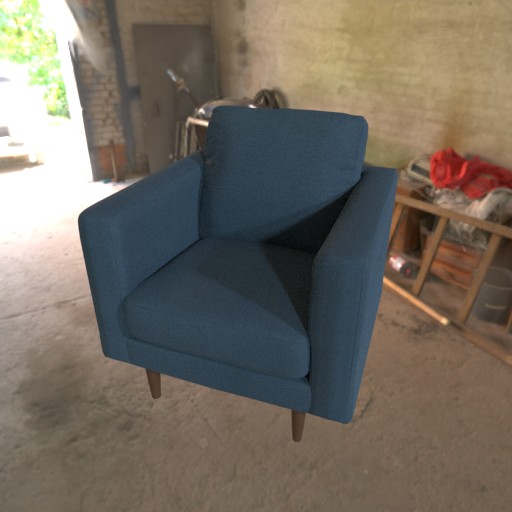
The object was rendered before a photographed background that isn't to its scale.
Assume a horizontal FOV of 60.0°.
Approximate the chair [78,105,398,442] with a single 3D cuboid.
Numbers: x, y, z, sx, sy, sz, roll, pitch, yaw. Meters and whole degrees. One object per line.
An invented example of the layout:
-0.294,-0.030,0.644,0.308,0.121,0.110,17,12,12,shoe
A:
0.000,0.000,1.565,0.855,0.922,0.820,10,29,18,chair
